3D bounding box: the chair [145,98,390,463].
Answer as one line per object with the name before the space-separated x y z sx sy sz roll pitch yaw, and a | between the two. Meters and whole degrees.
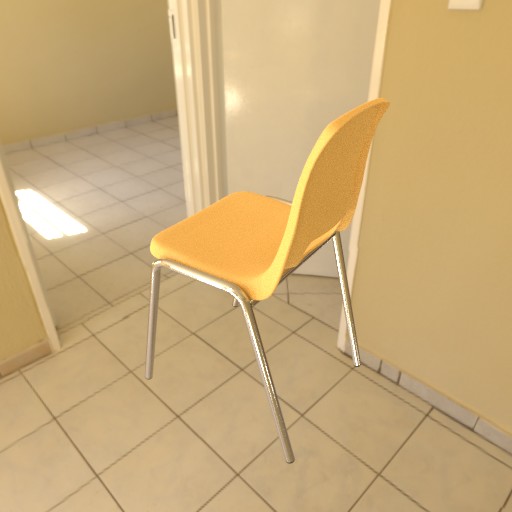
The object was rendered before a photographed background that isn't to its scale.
chair | 0.000 0.000 0.971 0.436 0.704 0.381 21 38 29
